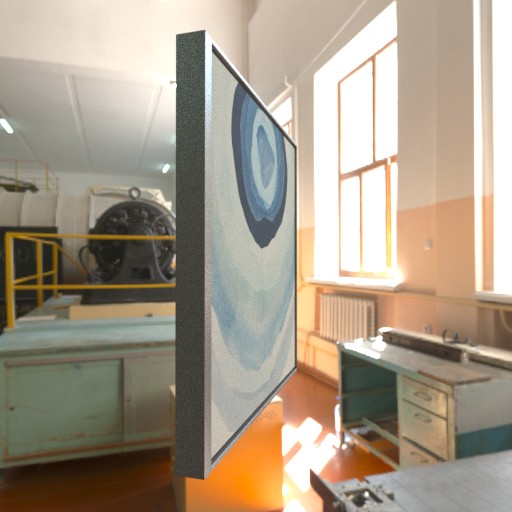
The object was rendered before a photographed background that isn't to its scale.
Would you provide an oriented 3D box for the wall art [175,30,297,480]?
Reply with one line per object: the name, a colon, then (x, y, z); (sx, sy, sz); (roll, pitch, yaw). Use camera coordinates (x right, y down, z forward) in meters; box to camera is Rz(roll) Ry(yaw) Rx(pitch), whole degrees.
wall art: (0.000, 0.000, 0.513); (0.028, 0.349, 0.349); (0, -1, 17)
